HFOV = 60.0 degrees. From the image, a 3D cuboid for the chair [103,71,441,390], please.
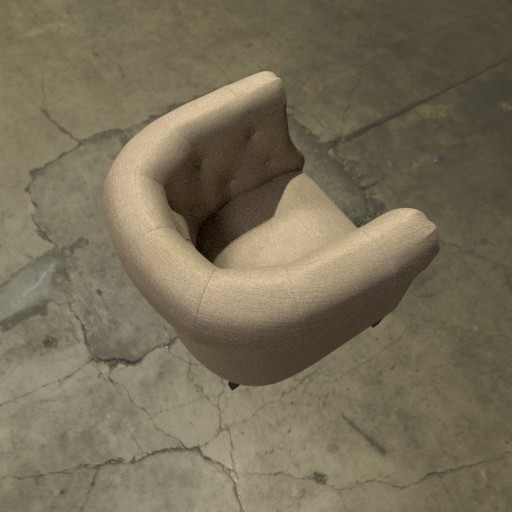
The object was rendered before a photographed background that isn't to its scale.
[{"bbox_3d":[0.000,0.000,1.588,0.852,0.827,0.905,-29,63,-17],"label":"chair"}]
